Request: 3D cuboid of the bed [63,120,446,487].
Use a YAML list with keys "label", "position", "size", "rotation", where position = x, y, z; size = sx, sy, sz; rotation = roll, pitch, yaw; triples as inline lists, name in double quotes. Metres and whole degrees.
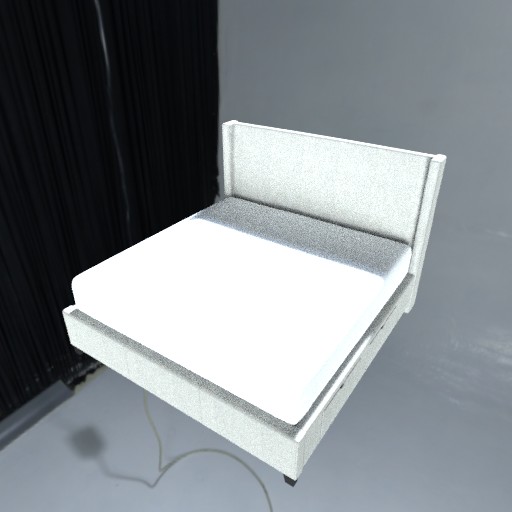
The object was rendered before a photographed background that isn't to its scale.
- label: "bed"
  position: [0.000, 0.000, 3.609]
  size: [2.140, 1.470, 2.280]
  rotation: [19, 35, 29]
